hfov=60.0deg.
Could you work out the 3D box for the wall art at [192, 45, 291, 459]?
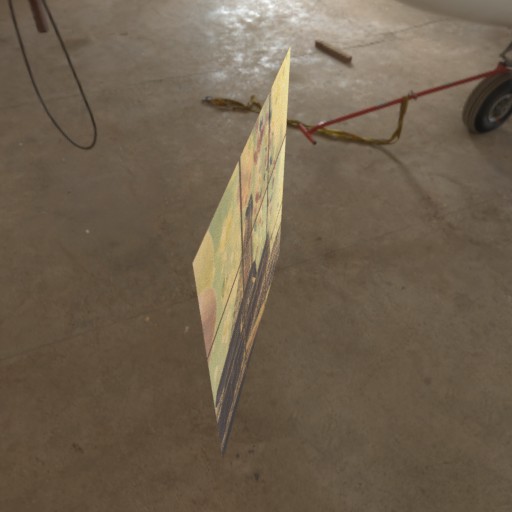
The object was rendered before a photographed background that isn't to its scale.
[{"bbox_3d":[0.000,0.000,2.252,0.002,1.505,1.517,10,47,9],"label":"wall art"}]
